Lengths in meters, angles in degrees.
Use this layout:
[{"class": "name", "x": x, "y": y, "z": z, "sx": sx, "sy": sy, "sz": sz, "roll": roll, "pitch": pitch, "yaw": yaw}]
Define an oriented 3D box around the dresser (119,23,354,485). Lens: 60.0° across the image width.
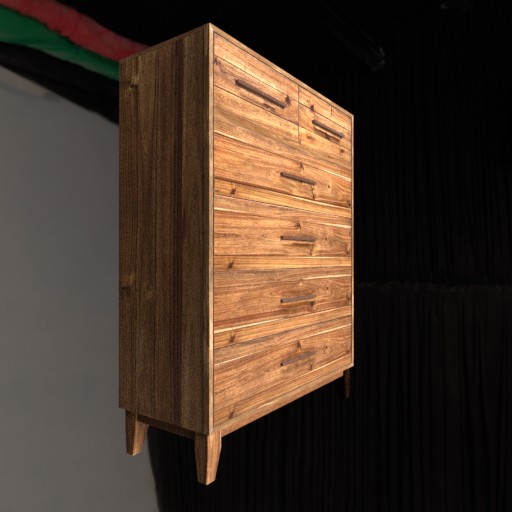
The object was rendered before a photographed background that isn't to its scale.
[{"class": "dresser", "x": 0.000, "y": 0.000, "z": 1.878, "sx": 0.442, "sy": 1.393, "sz": 1.062, "roll": 0, "pitch": 0, "yaw": 36}]
